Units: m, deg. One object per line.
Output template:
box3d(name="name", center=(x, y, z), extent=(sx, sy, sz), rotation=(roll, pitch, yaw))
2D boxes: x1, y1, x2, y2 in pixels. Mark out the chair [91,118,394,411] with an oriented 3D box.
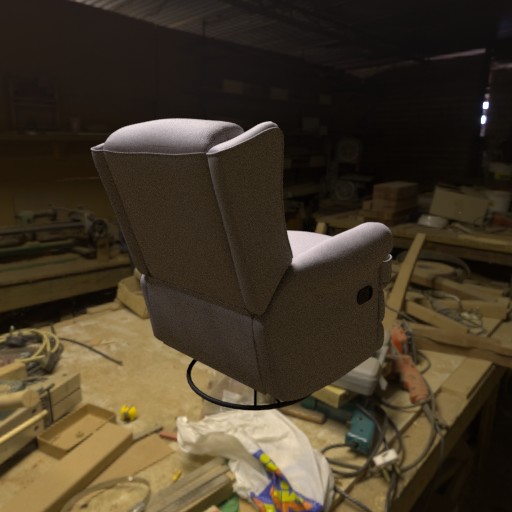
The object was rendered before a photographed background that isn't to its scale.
box3d(name="chair", center=(0.000, 0.000, 1.752), extent=(0.847, 1.011, 0.969), rotation=(13, 20, 41))
